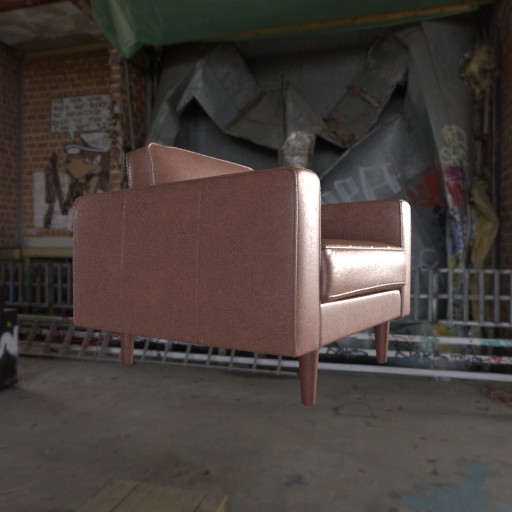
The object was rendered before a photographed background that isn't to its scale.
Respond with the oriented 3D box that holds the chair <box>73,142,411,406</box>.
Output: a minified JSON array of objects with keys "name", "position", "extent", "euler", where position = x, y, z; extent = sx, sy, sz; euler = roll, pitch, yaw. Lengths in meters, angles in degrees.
[{"name":"chair","position":[0.000,0.000,1.580],"extent":[0.900,0.770,0.920],"euler":[0,0,35]}]
